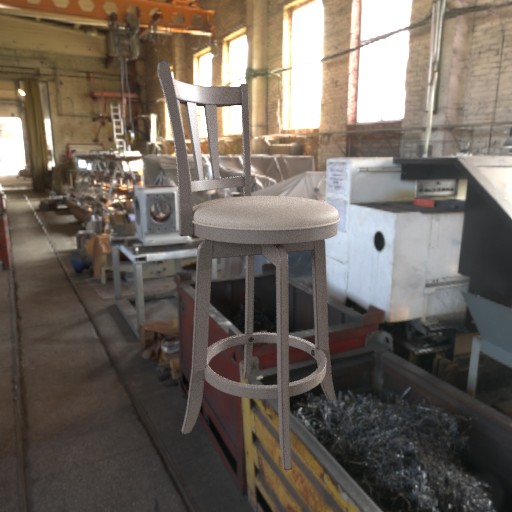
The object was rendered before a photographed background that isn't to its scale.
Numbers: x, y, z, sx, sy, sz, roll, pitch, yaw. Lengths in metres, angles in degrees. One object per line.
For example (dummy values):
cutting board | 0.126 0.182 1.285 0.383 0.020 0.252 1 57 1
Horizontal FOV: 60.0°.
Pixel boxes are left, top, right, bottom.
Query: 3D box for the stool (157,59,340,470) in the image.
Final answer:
stool | 0.000 0.000 1.296 0.475 1.023 0.436 7 15 27
